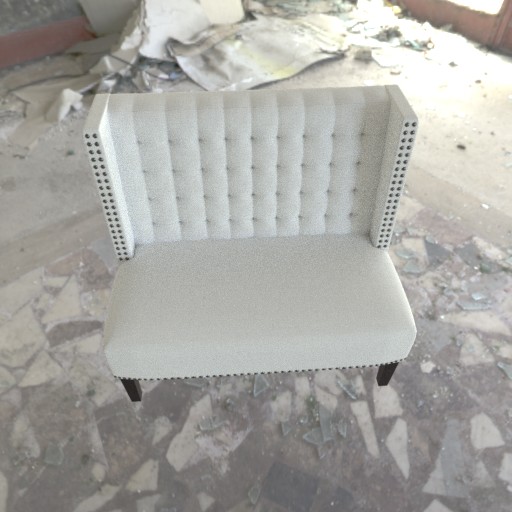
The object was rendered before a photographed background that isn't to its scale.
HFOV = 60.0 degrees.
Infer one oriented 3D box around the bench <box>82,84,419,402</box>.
[{"bbox_3d":[0.000,0.000,1.944,1.280,1.123,0.847,-3,47,-3],"label":"bench"}]
